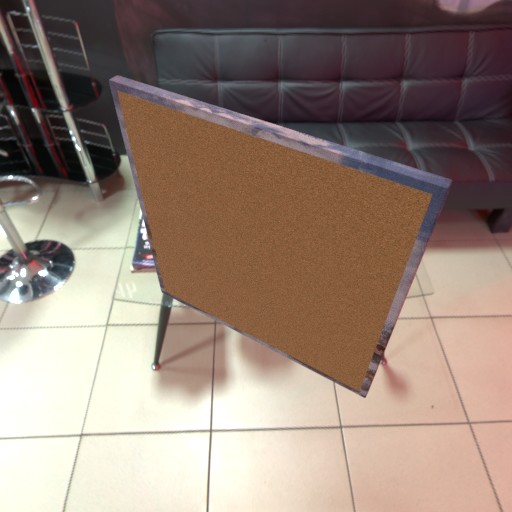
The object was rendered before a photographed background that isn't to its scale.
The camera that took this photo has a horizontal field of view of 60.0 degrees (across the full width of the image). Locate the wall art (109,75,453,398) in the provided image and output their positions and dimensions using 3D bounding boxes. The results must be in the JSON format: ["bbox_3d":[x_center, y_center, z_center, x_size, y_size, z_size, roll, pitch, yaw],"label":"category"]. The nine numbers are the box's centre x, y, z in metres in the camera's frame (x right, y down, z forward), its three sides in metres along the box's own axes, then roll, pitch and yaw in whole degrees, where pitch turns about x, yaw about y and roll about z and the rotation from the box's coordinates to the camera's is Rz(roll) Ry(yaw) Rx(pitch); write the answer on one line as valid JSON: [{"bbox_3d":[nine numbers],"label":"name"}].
[{"bbox_3d":[0.000,0.000,1.530,1.010,1.020,0.040,24,51,21],"label":"wall art"}]
